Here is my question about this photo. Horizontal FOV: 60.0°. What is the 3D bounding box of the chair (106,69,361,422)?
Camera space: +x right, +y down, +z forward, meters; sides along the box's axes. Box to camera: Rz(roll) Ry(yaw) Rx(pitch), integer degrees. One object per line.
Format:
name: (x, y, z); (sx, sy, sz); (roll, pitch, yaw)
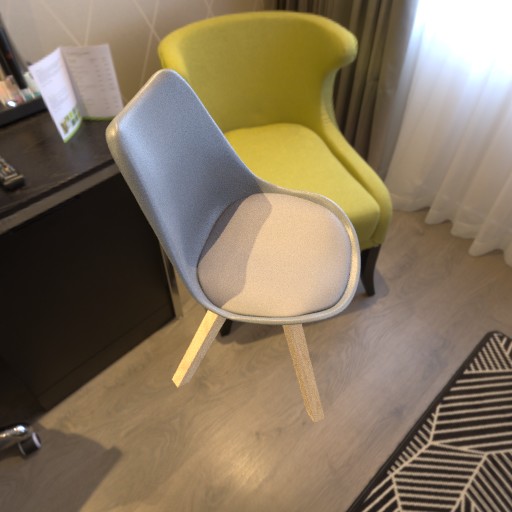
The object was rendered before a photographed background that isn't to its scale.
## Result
chair: (0.000, 0.000, 1.185); (0.550, 0.850, 0.485); (11, 49, 10)
